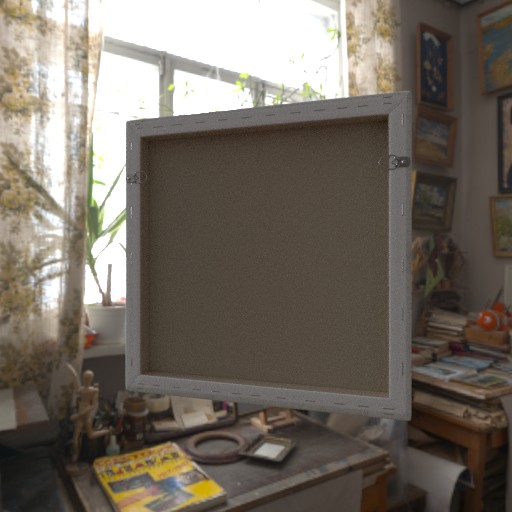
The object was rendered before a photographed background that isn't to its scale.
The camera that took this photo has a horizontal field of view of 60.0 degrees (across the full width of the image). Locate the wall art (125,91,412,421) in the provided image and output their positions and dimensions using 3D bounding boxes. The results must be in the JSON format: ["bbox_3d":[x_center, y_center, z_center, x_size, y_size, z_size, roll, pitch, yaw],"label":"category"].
[{"bbox_3d":[0.000,0.000,0.922,0.610,0.611,0.040,0,0,18],"label":"wall art"}]
